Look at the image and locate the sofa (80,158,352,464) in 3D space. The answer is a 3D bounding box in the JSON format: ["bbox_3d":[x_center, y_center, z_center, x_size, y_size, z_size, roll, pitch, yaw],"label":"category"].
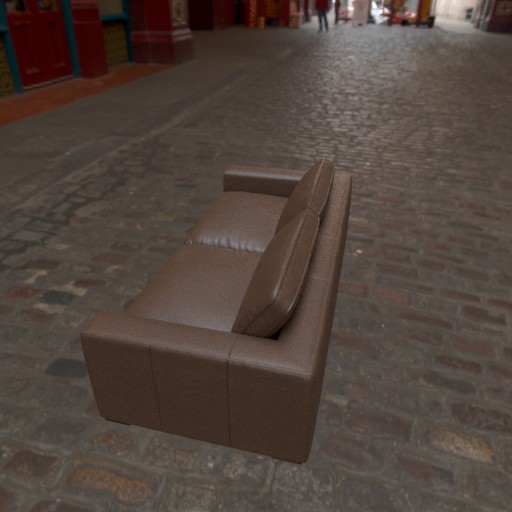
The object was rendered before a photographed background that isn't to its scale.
[{"bbox_3d":[0.000,0.000,2.836,1.070,0.801,2.262,7,32,12],"label":"sofa"}]
